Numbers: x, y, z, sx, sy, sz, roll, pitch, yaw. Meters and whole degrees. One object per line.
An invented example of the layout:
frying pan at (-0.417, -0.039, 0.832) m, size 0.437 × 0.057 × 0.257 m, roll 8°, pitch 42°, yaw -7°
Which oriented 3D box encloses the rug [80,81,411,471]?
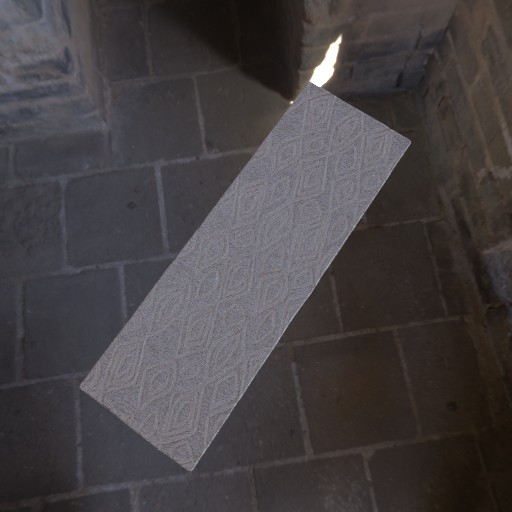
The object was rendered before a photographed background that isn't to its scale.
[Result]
rug at (0.000, 0.000, 2.724) m, size 0.807 × 0.013 × 2.436 m, roll 34°, pitch 79°, yaw 8°
